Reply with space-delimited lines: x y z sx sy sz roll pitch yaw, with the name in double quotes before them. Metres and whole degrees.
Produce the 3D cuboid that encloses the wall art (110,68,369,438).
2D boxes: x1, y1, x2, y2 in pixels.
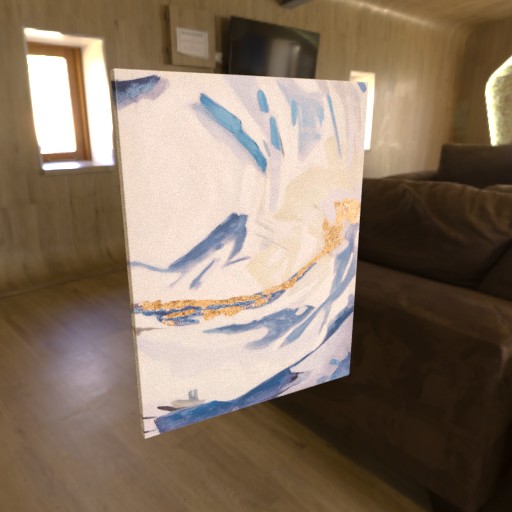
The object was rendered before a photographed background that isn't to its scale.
"wall art" 0.000 0.000 1.347 0.761 1.015 0.038 -8 19 -26
